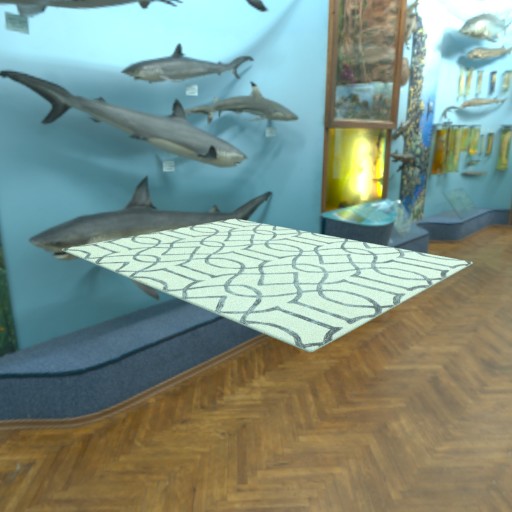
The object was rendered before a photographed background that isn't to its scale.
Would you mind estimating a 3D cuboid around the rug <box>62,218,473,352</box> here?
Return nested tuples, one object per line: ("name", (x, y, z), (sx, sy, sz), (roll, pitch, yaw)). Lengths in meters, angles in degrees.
("rug", (0.000, 0.000, 3.910), (2.910, 0.021, 2.211), (14, 21, 42))
